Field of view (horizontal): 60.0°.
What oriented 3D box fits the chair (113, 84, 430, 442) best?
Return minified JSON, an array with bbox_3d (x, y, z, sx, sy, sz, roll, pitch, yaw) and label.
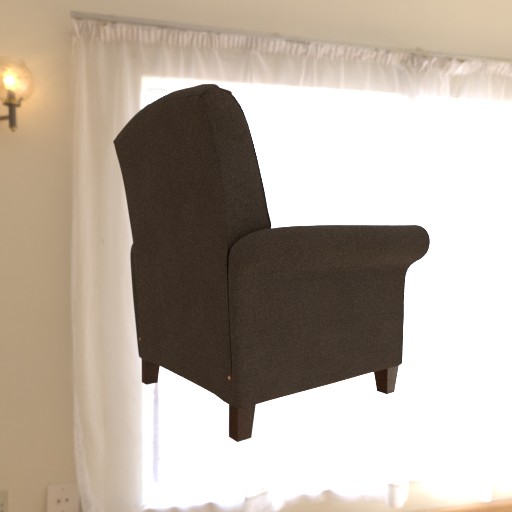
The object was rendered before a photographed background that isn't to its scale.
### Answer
[{"bbox_3d":[0.000,0.000,1.757,0.905,1.061,0.978,-1,2,-37],"label":"chair"}]
